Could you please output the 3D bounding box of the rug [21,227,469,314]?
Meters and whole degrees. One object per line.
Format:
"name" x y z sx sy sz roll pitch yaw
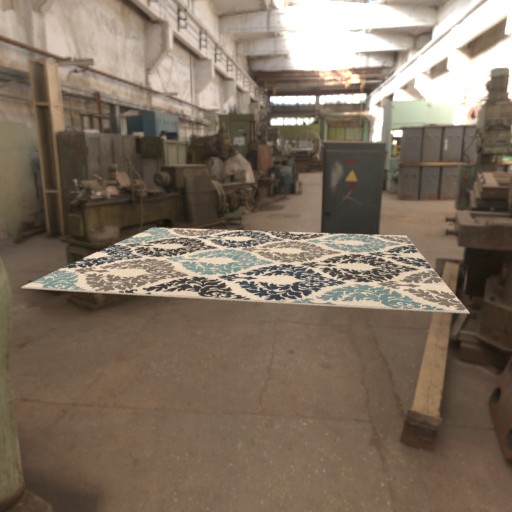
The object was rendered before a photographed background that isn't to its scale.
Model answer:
"rug" 0.000 0.000 4.091 3.040 0.014 2.423 2 14 9
